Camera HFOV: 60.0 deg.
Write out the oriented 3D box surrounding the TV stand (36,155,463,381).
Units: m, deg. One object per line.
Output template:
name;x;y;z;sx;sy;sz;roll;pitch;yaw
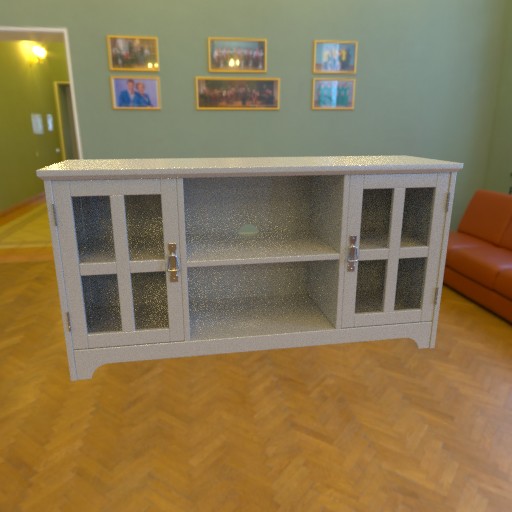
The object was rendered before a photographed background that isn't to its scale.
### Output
TV stand;0.000;0.000;1.442;1.167;0.603;0.344;-3;17;-10
